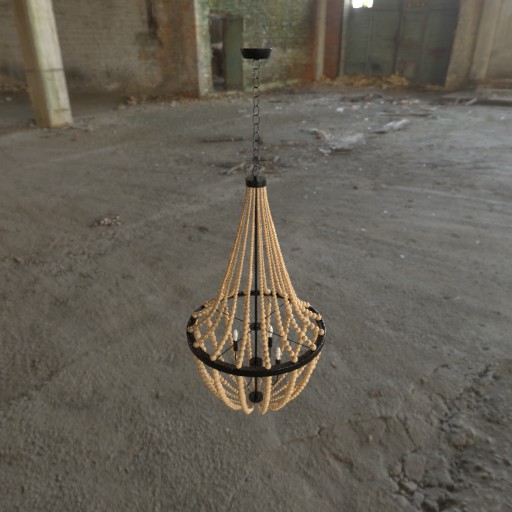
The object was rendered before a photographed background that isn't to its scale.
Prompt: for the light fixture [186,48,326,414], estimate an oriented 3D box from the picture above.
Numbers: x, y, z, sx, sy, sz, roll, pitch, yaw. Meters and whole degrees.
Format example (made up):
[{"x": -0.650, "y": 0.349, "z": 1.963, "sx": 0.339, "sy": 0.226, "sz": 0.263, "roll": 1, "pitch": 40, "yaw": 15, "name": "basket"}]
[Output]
[{"x": 0.000, "y": 0.000, "z": 1.334, "sx": 0.450, "sy": 1.133, "sz": 0.450, "roll": 0, "pitch": 26, "yaw": 0, "name": "light fixture"}]
